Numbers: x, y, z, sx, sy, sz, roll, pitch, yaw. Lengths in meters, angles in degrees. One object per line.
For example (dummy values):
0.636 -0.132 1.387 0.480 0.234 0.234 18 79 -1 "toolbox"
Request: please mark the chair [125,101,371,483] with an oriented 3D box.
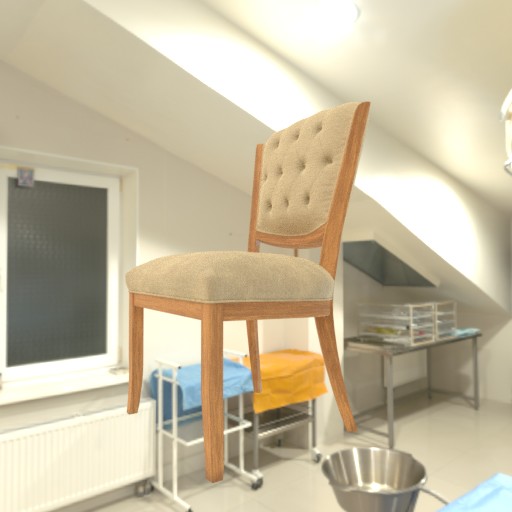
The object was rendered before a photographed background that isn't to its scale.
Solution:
0.000 0.000 1.246 0.584 0.905 0.513 1 -2 -35 "chair"
